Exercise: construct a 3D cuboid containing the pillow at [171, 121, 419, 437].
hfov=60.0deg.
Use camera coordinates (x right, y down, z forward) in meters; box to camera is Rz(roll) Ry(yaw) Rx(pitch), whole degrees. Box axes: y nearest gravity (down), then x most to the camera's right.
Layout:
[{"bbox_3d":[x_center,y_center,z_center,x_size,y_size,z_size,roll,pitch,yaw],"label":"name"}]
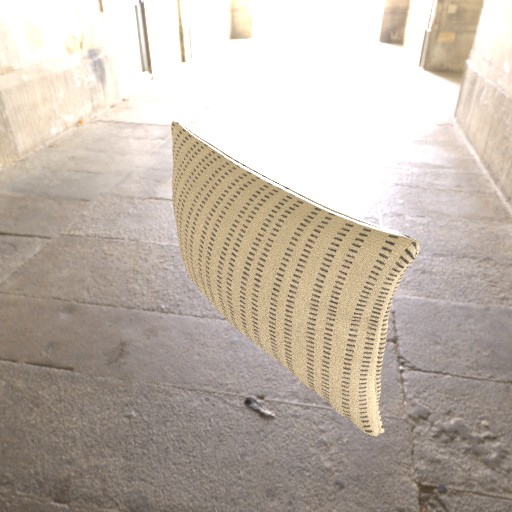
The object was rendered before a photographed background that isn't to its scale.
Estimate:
[{"bbox_3d":[0.000,0.000,0.812,0.210,0.353,0.640,-20,37,-29],"label":"pillow"}]
